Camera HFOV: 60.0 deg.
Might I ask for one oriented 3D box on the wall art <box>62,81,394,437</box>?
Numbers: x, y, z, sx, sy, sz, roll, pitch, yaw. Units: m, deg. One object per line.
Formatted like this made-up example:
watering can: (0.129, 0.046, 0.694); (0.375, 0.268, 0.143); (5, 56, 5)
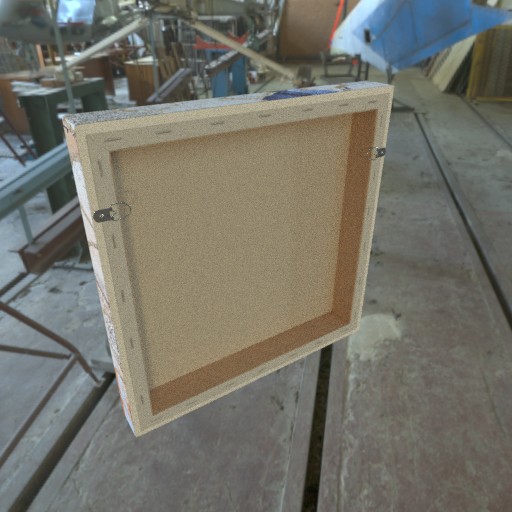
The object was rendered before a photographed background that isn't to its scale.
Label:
wall art: (0.000, 0.000, 0.445); (0.303, 0.304, 0.036); (-18, 34, -29)
